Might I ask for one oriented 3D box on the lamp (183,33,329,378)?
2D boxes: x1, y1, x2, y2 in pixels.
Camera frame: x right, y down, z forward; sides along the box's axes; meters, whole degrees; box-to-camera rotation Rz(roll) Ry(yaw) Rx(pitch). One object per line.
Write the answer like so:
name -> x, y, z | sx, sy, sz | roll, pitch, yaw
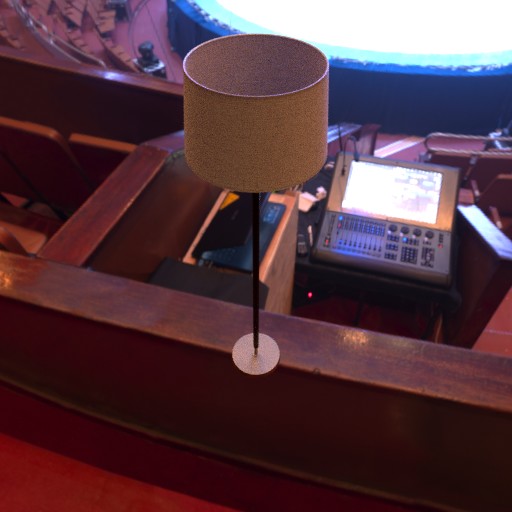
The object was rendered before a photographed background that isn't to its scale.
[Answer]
lamp -> 0.000, 0.000, 1.653 | 0.420, 1.447, 0.420 | 0, 47, 0
